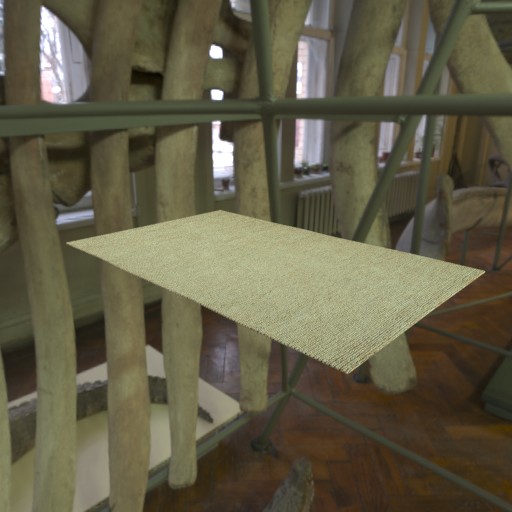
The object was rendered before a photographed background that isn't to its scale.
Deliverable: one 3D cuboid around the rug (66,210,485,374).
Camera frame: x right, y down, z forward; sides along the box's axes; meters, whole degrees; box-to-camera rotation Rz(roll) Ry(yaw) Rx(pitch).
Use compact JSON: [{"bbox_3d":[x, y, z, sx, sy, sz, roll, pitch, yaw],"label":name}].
[{"bbox_3d":[0.000,0.000,3.000,2.439,0.011,1.533,17,25,41],"label":"rug"}]
